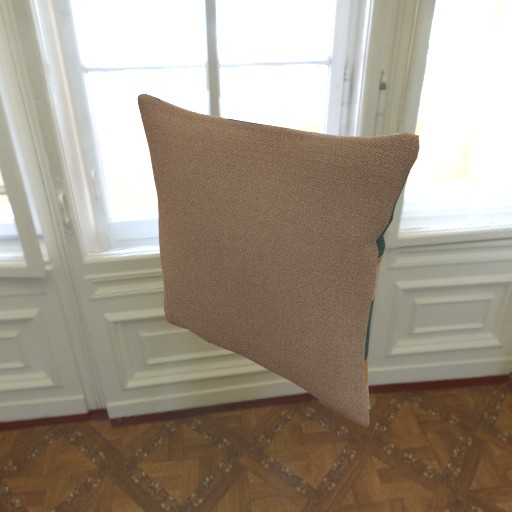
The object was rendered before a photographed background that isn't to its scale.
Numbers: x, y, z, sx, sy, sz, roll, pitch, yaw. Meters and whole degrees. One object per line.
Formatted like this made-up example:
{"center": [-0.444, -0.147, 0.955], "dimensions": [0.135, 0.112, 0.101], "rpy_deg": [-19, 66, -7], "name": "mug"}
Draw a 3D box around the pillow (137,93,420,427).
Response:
{"center": [0.000, 0.000, 0.743], "dimensions": [0.478, 0.479, 0.158], "rpy_deg": [20, 35, 31], "name": "pillow"}
